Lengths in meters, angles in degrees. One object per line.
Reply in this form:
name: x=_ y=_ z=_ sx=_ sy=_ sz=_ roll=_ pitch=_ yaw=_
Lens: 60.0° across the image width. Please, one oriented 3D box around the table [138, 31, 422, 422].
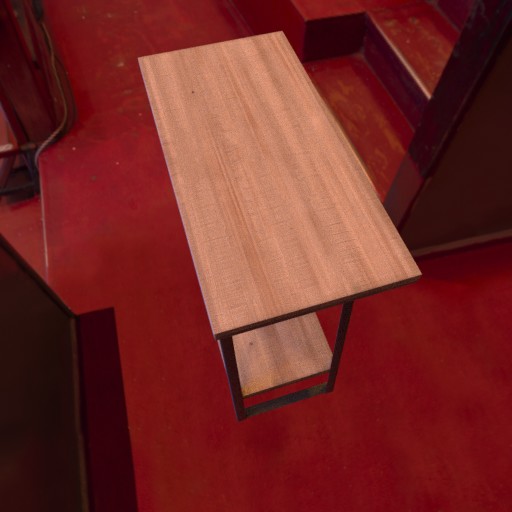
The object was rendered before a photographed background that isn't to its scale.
table: x=0.000 y=0.000 z=1.041 sx=0.300 sy=0.701 sz=0.599 roll=-15 pitch=60 yaw=-9
